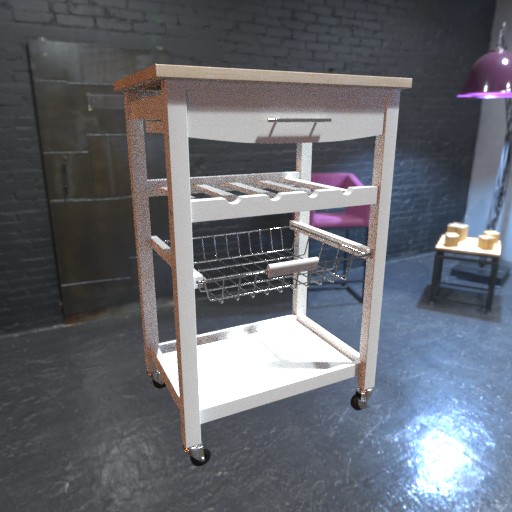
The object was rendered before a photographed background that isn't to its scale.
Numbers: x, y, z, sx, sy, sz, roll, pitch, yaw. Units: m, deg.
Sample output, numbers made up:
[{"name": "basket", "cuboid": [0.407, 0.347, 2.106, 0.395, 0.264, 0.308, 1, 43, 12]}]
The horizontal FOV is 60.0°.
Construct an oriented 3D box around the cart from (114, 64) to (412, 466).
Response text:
[{"name": "cart", "cuboid": [0.000, 0.000, 1.160, 0.578, 0.857, 0.406, -8, 19, -25]}]
